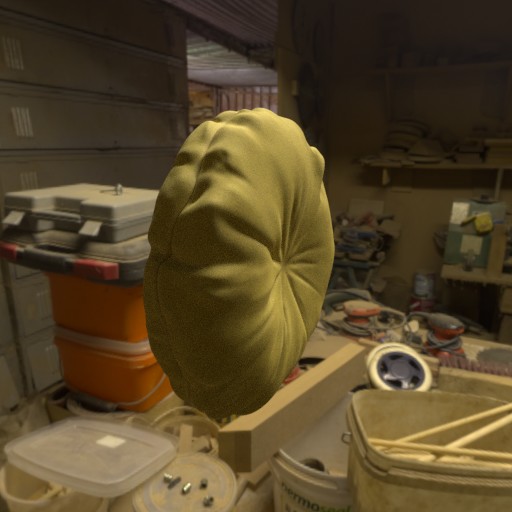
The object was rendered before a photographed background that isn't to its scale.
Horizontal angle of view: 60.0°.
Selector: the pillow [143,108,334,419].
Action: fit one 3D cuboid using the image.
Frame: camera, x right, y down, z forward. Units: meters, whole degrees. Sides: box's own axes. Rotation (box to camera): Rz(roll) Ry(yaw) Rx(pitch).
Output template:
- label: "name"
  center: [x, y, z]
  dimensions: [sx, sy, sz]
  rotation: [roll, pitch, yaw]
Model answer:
- label: "pillow"
  center: [0.000, 0.000, 0.642]
  dimensions: [0.148, 0.407, 0.428]
  rotation: [7, 16, 26]
